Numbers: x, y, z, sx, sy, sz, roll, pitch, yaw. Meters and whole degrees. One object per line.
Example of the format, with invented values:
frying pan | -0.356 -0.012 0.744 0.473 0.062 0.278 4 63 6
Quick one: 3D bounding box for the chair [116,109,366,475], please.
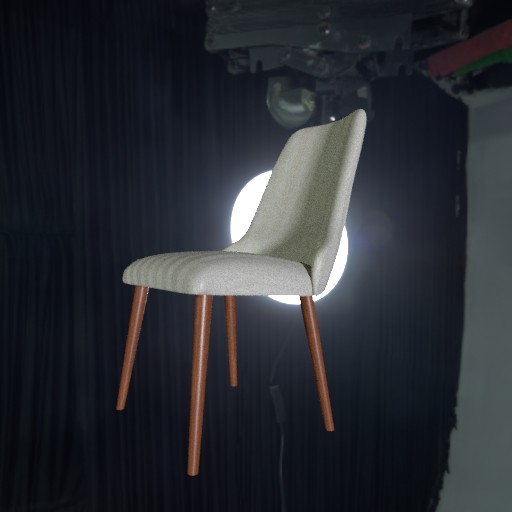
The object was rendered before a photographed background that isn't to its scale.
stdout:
chair | 0.000 0.000 1.323 0.684 0.917 0.526 0 1 -35
